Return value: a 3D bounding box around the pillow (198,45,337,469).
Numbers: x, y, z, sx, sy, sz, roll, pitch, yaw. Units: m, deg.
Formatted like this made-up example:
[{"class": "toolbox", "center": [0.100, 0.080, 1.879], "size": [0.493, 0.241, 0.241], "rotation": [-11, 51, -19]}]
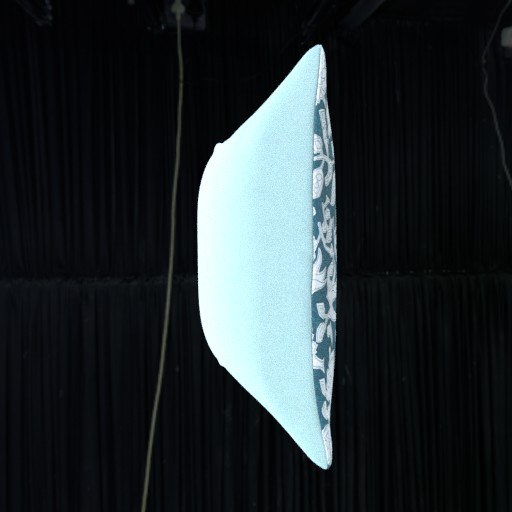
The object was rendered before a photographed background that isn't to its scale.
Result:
[{"class": "pillow", "center": [0.000, 0.000, 0.773], "size": [0.166, 0.508, 0.525], "rotation": [0, 0, -18]}]
